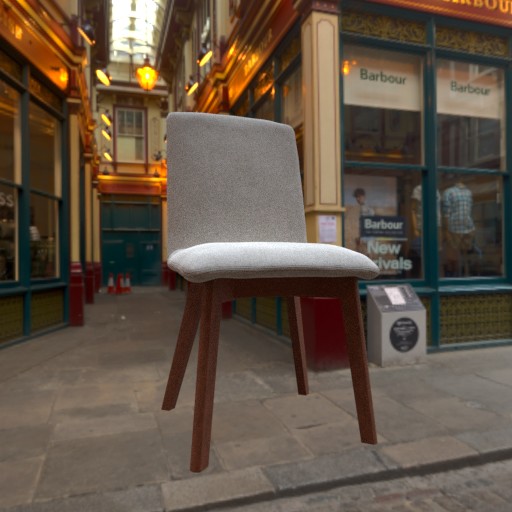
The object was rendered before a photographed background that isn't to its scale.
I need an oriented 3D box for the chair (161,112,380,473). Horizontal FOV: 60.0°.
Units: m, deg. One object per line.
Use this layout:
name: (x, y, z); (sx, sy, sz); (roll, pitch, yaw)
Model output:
chair: (0.000, 0.000, 1.321); (0.522, 0.974, 0.563); (0, 0, -19)
